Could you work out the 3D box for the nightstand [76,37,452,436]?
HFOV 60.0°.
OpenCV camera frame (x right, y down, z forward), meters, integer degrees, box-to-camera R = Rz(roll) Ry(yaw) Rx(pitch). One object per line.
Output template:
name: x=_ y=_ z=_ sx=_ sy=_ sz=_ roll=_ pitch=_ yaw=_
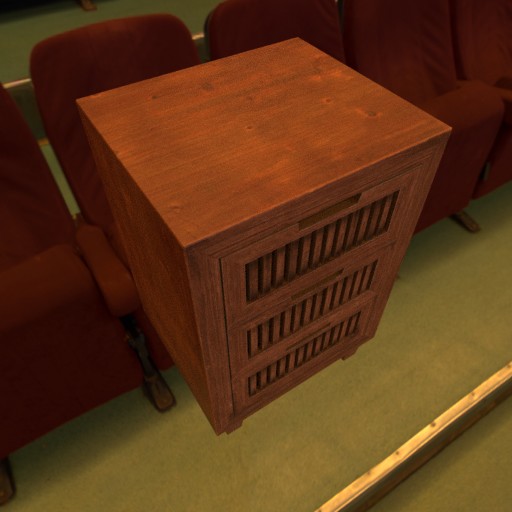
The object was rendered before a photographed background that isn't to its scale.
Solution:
nightstand: x=0.000 y=0.000 z=0.975 sx=0.465 sy=0.695 sz=0.410 roll=-26 pitch=53 yaw=-21
